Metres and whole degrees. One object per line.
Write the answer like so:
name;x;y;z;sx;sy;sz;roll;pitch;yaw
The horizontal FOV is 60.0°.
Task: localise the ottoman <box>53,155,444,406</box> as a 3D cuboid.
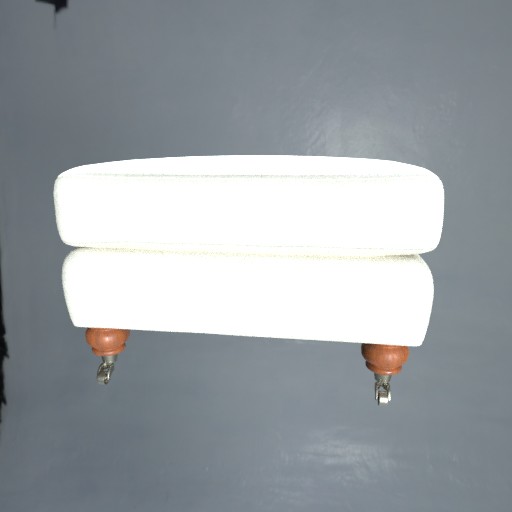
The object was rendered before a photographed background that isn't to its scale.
ottoman;0.000;0.000;1.131;0.773;0.499;0.569;2;13;8
